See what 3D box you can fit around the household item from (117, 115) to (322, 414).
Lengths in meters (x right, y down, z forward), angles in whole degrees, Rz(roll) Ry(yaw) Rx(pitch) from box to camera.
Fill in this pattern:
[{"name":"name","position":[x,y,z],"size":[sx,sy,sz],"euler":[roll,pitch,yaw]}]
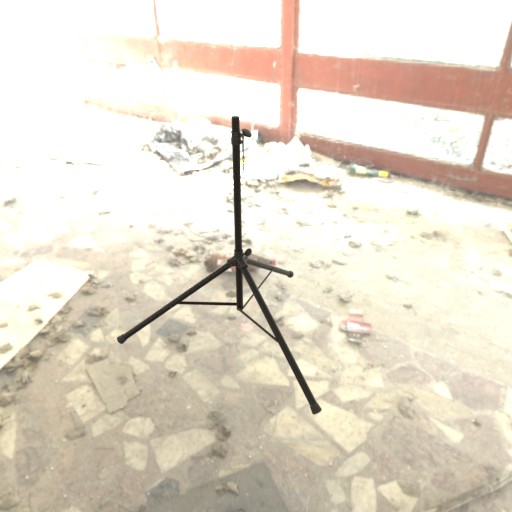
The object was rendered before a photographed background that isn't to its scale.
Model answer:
[{"name":"household item","position":[0.000,0.000,2.729],"size":[1.596,1.595,1.339],"euler":[-18,36,-28]}]
